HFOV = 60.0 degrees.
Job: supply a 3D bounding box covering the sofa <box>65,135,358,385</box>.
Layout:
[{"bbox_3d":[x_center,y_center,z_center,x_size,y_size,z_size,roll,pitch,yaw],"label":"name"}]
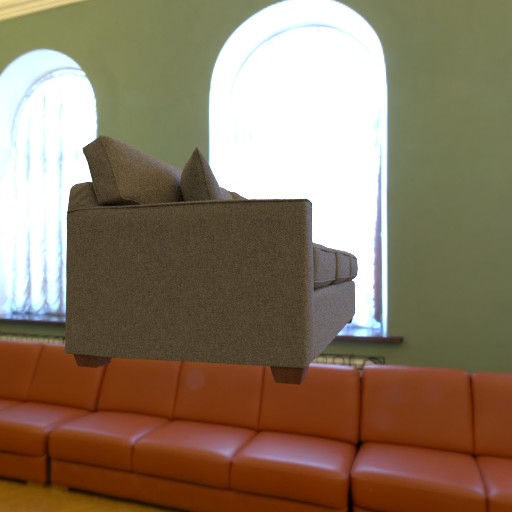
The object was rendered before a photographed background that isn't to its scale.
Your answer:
[{"bbox_3d":[0.000,0.000,2.573,1.034,0.946,1.963,-1,-2,18],"label":"sofa"}]
